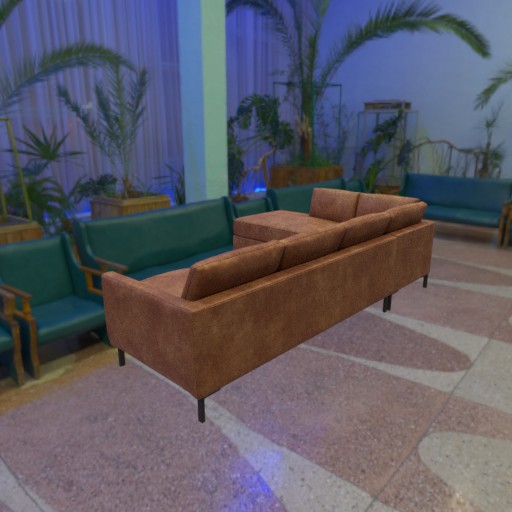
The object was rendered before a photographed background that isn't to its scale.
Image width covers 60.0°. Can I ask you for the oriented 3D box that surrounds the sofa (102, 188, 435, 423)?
[{"bbox_3d":[0.000,0.000,3.848,1.938,0.877,2.984,15,21,41],"label":"sofa"}]
